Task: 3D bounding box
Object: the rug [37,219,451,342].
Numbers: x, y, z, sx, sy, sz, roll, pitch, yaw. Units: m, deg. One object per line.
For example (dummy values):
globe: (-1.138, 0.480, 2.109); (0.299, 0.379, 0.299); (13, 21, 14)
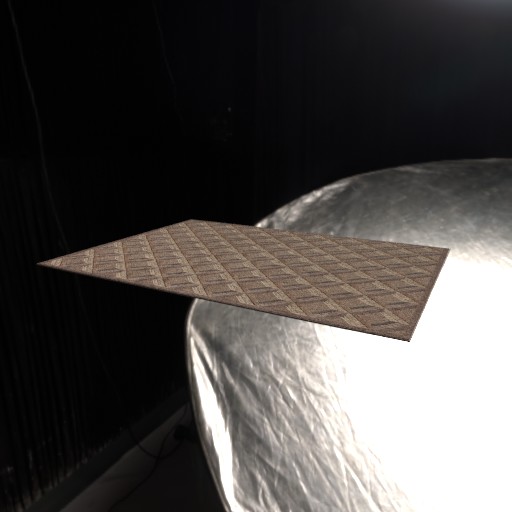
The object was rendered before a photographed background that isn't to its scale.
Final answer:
rug: (0.000, 0.000, 4.316); (3.294, 0.018, 2.382); (8, 18, 27)
